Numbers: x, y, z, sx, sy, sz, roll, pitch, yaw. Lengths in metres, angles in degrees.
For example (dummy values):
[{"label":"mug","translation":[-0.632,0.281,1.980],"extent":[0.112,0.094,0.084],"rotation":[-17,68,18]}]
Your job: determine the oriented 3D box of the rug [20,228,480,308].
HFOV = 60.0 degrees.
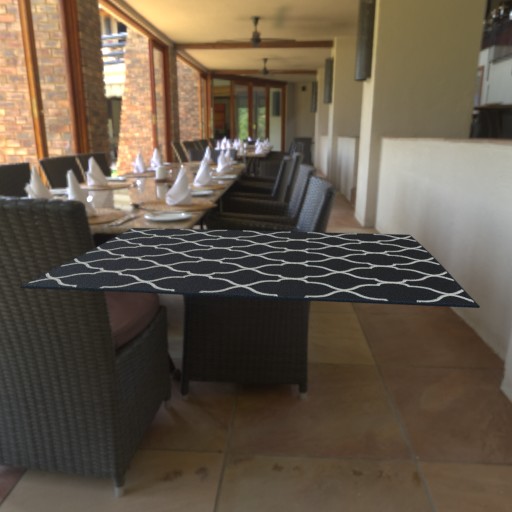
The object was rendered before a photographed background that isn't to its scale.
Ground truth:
[{"label":"rug","translation":[0.000,0.000,2.898],"extent":[2.290,0.014,1.526],"rotation":[2,15,7]}]
